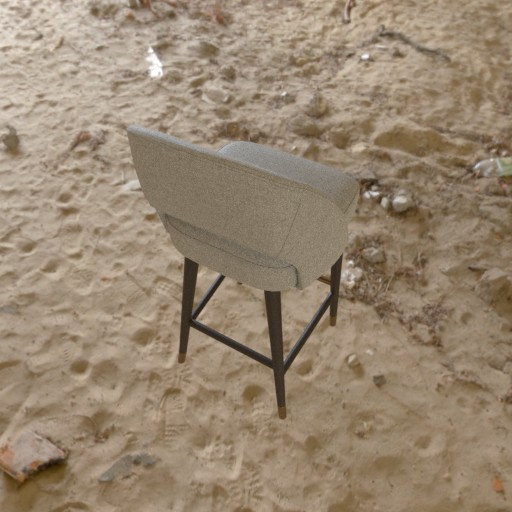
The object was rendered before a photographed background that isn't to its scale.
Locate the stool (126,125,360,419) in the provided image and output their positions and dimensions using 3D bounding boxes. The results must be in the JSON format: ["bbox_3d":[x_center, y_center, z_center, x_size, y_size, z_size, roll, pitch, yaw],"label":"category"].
[{"bbox_3d":[0.000,0.000,1.315,0.494,1.037,0.509,23,52,19],"label":"stool"}]
